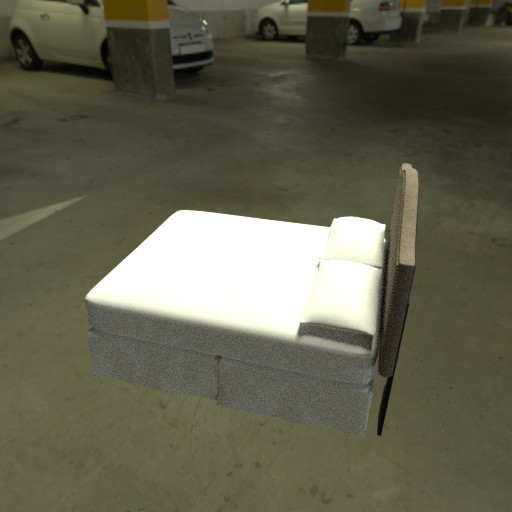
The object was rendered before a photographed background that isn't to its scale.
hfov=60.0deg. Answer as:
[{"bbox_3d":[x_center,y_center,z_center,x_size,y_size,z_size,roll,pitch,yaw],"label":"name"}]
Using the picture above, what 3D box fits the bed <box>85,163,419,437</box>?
[{"bbox_3d":[0.000,0.000,3.413,2.153,1.518,1.713,8,31,14],"label":"bed"}]
